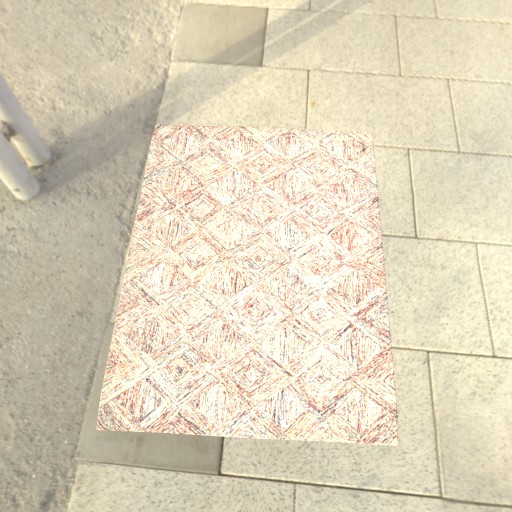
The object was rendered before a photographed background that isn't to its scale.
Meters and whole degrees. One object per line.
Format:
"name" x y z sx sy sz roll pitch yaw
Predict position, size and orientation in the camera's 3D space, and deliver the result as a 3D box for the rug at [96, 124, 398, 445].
"rug" 0.000 0.000 4.234 2.436 0.024 3.226 2 63 1
